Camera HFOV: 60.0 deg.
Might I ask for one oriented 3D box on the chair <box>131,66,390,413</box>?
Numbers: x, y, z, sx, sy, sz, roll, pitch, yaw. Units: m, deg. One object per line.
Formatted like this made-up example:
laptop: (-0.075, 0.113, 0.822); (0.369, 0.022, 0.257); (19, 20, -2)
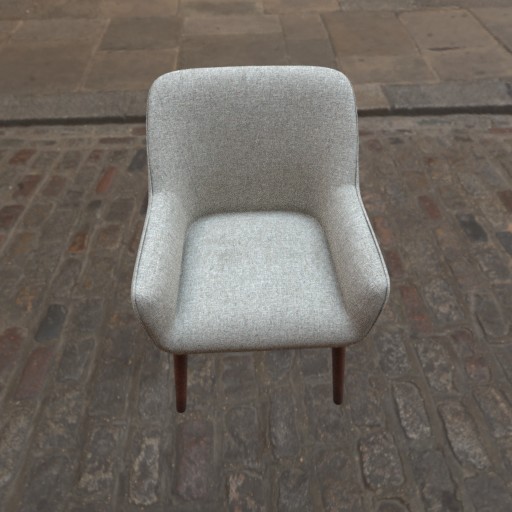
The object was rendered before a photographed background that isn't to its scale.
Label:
chair: (0.000, 0.000, 1.180); (0.543, 0.803, 0.519); (-2, 48, -2)
